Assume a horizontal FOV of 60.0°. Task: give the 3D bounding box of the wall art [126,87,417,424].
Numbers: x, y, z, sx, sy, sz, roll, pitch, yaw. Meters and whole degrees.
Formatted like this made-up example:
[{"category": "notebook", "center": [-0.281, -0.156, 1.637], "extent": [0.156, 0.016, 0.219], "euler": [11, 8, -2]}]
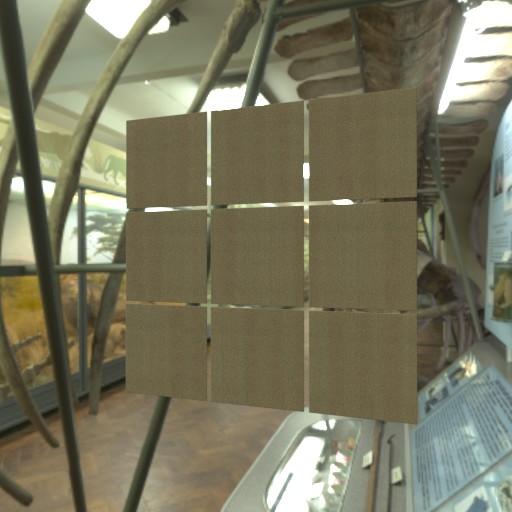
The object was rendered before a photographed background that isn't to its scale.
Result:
[{"category": "wall art", "center": [0.000, 0.000, 2.219], "extent": [1.517, 1.505, 0.002], "euler": [0, 0, 18]}]
